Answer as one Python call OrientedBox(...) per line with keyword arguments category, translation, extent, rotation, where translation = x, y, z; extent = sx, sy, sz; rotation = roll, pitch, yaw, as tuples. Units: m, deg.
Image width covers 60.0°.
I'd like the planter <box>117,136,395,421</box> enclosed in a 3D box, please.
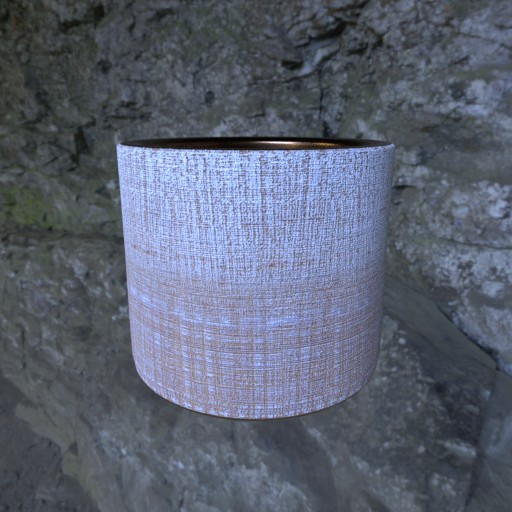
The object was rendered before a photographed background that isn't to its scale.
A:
OrientedBox(category="planter", translation=(0.000, 0.000, 0.191), extent=(0.109, 0.096, 0.109), rotation=(0, 17, 0))
